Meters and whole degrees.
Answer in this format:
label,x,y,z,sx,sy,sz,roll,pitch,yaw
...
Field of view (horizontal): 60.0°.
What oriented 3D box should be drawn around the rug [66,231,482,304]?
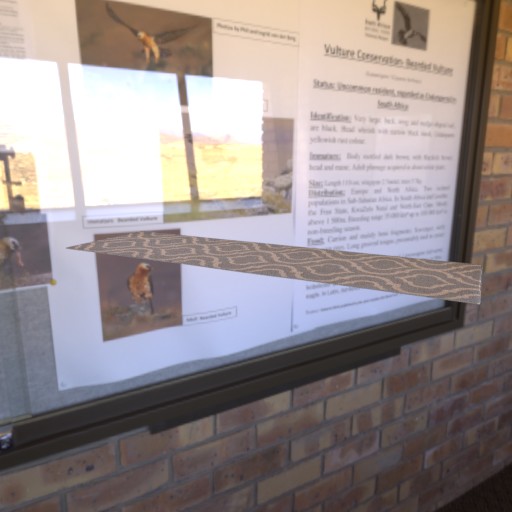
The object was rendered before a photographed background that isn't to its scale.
label,x,y,z,sx,sy,sz,roll,pitch,yaw
rug,0.000,0.000,2.498,2.275,0.009,0.684,7,14,26
